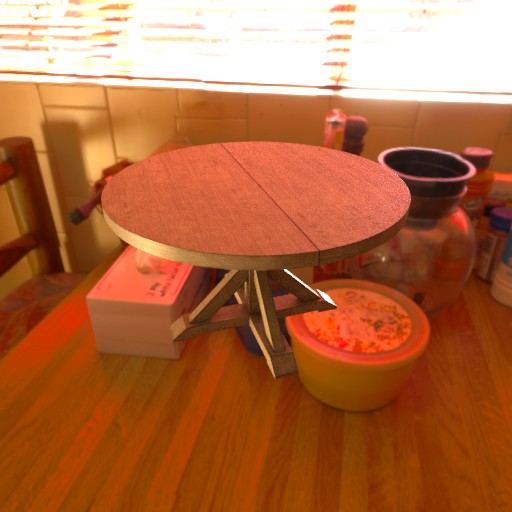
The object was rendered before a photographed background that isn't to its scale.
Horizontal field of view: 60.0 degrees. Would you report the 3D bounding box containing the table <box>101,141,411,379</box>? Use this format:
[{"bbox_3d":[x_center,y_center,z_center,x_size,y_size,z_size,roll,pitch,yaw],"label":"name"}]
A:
[{"bbox_3d":[0.000,0.000,2.226,1.363,0.781,1.363,0,30,0],"label":"table"}]
